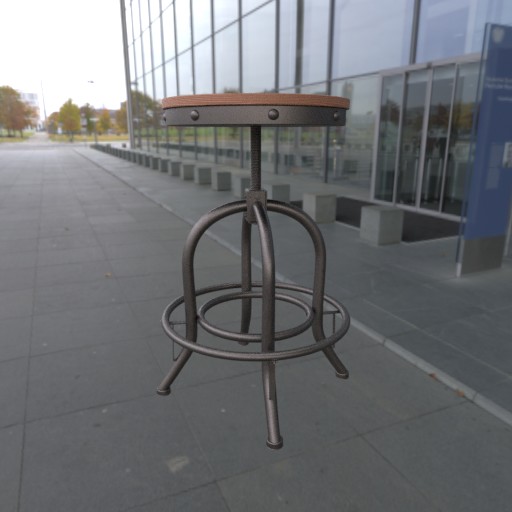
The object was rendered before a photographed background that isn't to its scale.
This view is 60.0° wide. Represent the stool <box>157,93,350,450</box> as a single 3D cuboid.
[{"bbox_3d":[0.000,0.000,0.919,0.439,0.609,0.439,-3,16,-9],"label":"stool"}]
